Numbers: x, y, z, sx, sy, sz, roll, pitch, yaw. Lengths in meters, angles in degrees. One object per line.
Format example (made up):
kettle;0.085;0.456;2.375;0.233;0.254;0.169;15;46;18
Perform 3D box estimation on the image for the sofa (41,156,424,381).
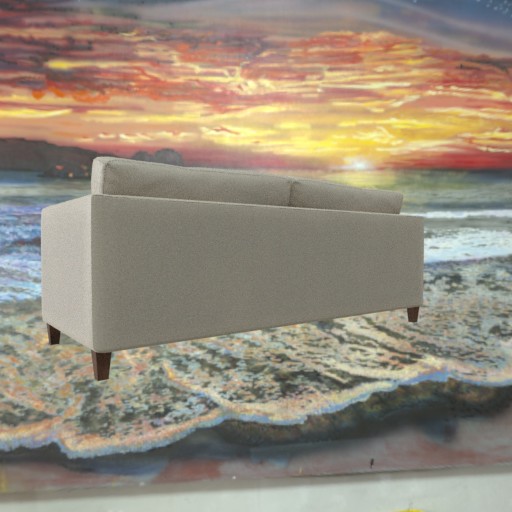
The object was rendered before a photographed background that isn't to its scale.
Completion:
sofa;0.000;0.000;2.832;2.361;0.968;0.951;-1;2;-37
